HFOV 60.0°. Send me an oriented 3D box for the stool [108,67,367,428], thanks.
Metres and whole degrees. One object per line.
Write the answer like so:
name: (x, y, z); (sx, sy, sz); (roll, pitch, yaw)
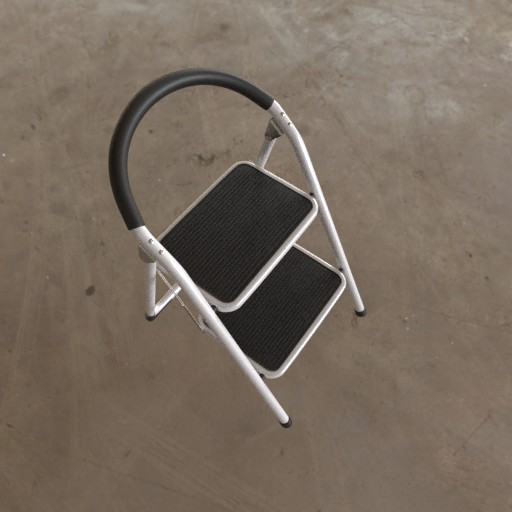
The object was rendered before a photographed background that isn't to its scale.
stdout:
stool: (0.000, 0.000, 1.093); (0.559, 0.760, 0.453); (33, 65, 18)
